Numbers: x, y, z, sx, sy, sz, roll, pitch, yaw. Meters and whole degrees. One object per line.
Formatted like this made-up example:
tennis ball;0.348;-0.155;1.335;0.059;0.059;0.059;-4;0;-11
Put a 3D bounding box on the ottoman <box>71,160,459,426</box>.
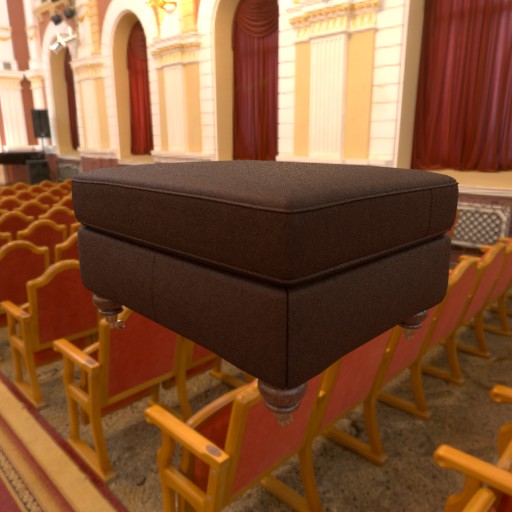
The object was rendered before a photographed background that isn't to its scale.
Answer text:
ottoman;0.000;0.000;1.777;0.967;0.730;1.187;-14;20;-43
